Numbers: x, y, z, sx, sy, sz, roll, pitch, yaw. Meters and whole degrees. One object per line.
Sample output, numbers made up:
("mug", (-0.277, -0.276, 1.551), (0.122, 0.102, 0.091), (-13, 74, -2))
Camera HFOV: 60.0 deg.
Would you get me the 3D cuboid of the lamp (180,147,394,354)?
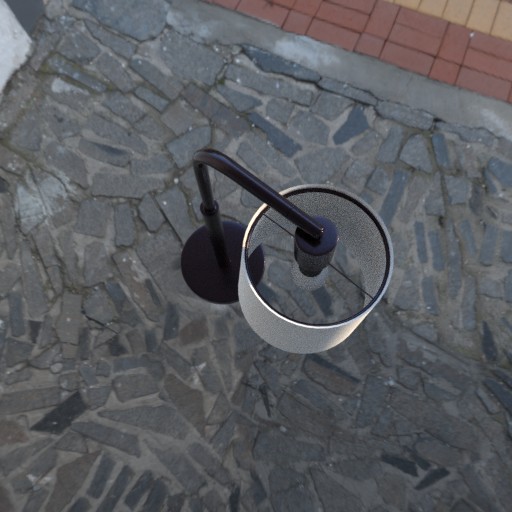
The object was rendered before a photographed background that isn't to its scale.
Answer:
("lamp", (0.000, 0.000, 0.629), (0.333, 0.489, 0.171), (39, 78, 10))
